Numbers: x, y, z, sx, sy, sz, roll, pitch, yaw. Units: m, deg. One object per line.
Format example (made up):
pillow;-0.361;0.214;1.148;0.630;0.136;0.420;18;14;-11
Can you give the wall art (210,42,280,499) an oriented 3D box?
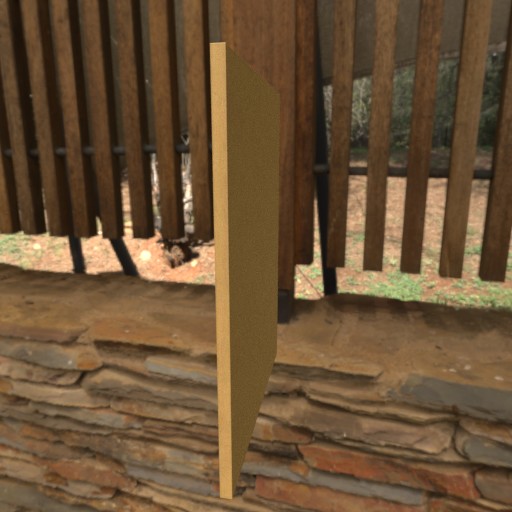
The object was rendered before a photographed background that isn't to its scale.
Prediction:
wall art;0.000;0.000;1.322;0.030;1.002;0.798;2;14;10
